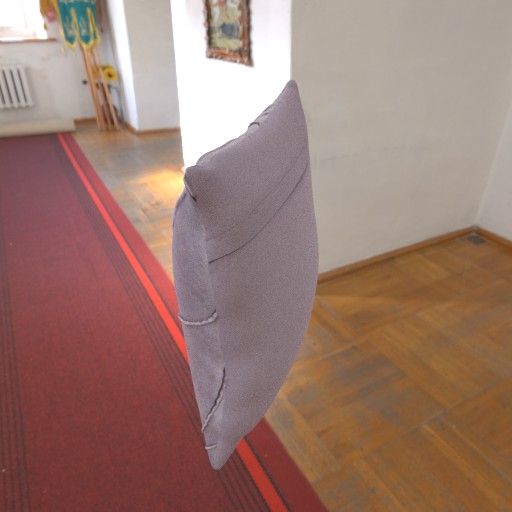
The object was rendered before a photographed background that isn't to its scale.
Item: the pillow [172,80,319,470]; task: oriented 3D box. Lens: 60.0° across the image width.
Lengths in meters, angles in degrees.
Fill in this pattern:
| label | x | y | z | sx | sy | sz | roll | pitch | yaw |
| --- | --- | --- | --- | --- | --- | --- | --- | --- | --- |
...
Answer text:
| label | x | y | z | sx | sy | sz | roll | pitch | yaw |
| --- | --- | --- | --- | --- | --- | --- | --- | --- | --- |
| pillow | 0.000 | 0.000 | 0.672 | 0.185 | 0.440 | 0.439 | 9 | 32 | 14 |
